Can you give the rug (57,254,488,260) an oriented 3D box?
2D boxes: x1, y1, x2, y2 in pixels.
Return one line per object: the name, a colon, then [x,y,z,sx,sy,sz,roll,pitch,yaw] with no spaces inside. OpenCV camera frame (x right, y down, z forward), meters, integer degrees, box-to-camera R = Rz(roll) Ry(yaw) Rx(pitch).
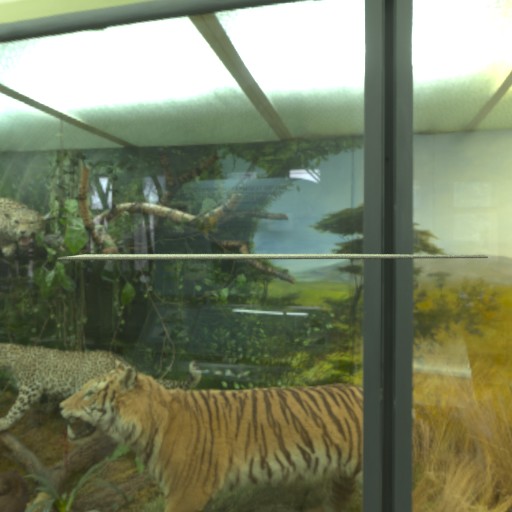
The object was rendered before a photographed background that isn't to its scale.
rug: [0.000,0.000,2.898,2.213,0.014,1.608,0,1,-18]
